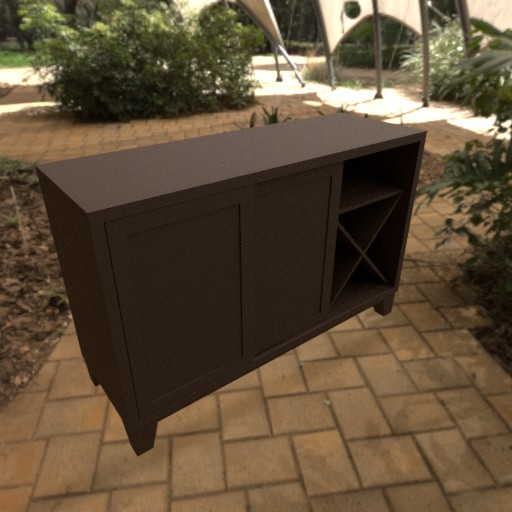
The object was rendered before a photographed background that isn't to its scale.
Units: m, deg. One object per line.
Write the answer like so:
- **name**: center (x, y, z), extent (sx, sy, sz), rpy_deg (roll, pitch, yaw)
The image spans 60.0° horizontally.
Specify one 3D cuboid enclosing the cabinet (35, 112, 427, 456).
- **cabinet**: center (0.000, 0.000, 1.830), extent (1.396, 0.914, 0.482), rpy_deg (-20, 35, -32)
